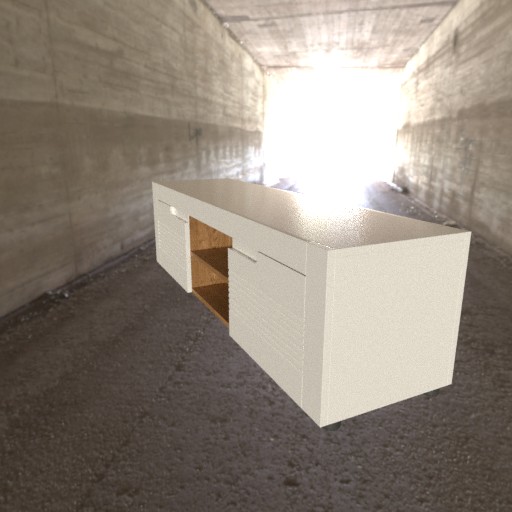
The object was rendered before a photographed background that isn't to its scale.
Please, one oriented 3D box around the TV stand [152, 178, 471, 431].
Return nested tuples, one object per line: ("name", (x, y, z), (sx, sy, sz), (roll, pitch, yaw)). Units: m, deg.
("TV stand", (0.000, 0.000, 1.676), (0.410, 0.440, 1.500), (-7, 17, -25))
